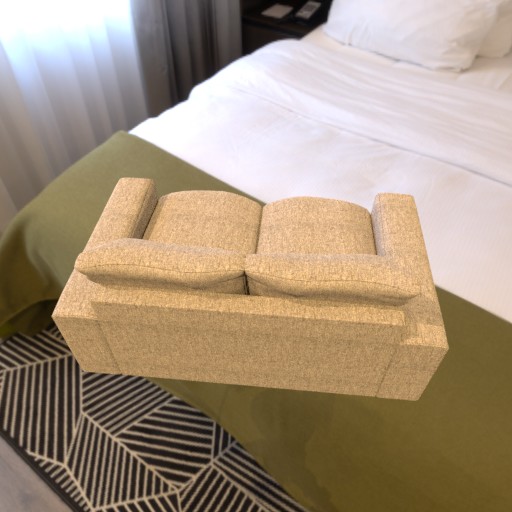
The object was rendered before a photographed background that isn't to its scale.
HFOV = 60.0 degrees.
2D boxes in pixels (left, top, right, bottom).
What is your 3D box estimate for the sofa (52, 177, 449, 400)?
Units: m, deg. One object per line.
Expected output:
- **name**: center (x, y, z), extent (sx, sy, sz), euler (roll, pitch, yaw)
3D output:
- **sofa**: center (0.000, 0.000, 2.378), extent (1.758, 0.877, 1.094), euler (4, 47, 4)
